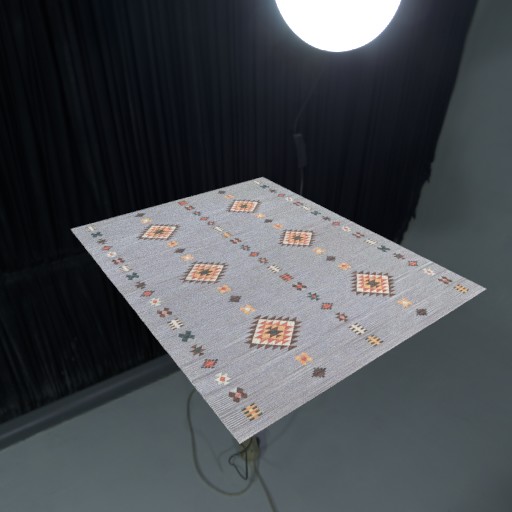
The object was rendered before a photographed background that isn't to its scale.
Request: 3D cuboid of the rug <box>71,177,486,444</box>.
[{"bbox_3d":[0.000,0.000,4.038,2.425,0.008,3.035,-21,37,-30],"label":"rug"}]
